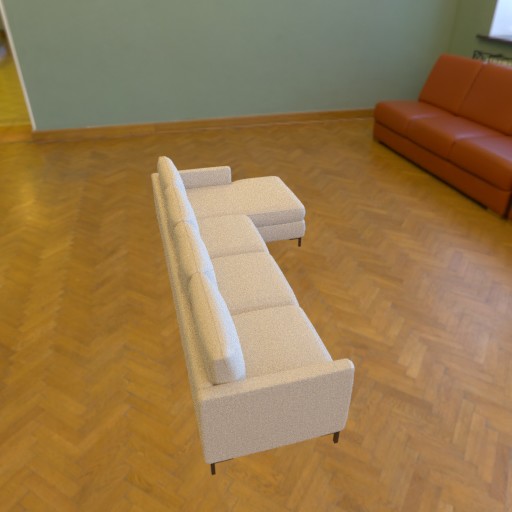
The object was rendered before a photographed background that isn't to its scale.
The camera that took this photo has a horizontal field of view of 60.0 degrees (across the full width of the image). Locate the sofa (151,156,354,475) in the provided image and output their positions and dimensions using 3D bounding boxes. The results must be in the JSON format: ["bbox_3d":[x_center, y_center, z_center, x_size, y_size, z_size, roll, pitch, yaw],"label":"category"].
[{"bbox_3d":[0.000,0.000,3.205,1.258,0.755,2.731,-8,33,-13],"label":"sofa"}]
